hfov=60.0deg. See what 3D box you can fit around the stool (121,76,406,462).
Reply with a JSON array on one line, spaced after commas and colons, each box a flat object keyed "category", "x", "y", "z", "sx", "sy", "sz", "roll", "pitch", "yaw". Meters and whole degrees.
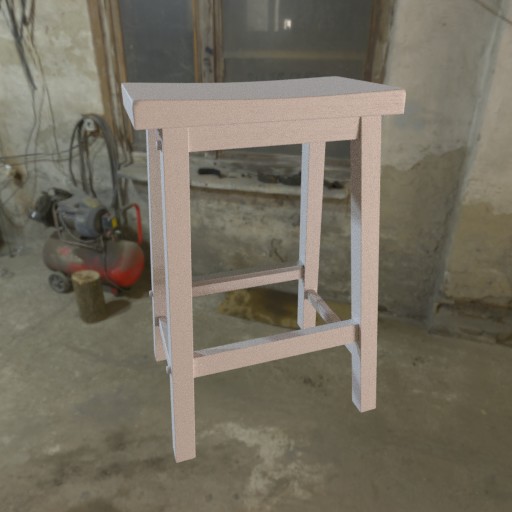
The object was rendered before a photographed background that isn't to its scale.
[{"category": "stool", "x": 0.000, "y": 0.000, "z": 0.844, "sx": 0.406, "sy": 0.610, "sz": 0.322, "roll": -8, "pitch": 28, "yaw": -16}]
